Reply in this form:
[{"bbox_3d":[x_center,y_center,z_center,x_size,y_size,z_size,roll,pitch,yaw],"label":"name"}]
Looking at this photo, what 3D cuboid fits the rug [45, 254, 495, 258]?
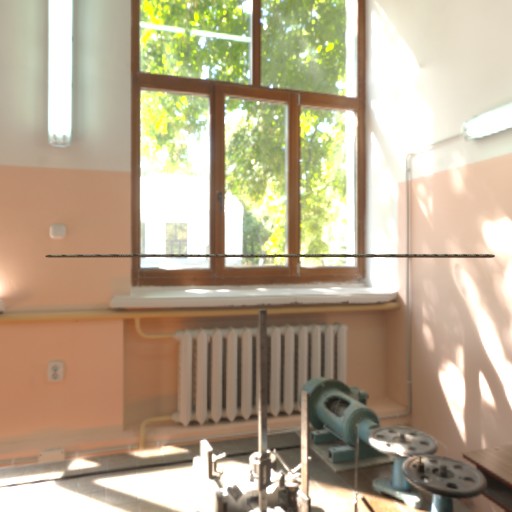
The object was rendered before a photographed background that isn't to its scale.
[{"bbox_3d":[0.000,0.000,2.667,2.439,0.020,0.773,0,0,18],"label":"rug"}]
